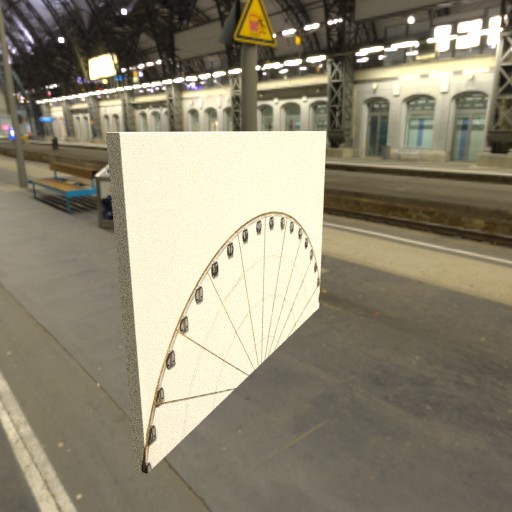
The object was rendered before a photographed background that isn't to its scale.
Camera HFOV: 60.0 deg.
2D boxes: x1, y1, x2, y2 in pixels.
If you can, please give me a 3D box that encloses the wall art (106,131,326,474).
[{"bbox_3d":[0.000,0.000,1.421,0.038,0.767,1.144,8,18,27],"label":"wall art"}]
